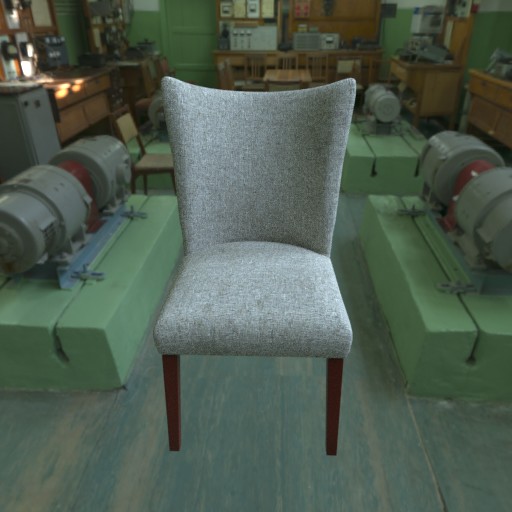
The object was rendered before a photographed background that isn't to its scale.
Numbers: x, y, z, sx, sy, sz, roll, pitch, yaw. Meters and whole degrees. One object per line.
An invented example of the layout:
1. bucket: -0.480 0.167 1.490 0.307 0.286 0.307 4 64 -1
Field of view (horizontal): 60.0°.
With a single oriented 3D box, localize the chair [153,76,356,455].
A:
1. chair: 0.000 0.000 1.283 0.535 0.924 0.623 1 29 2
